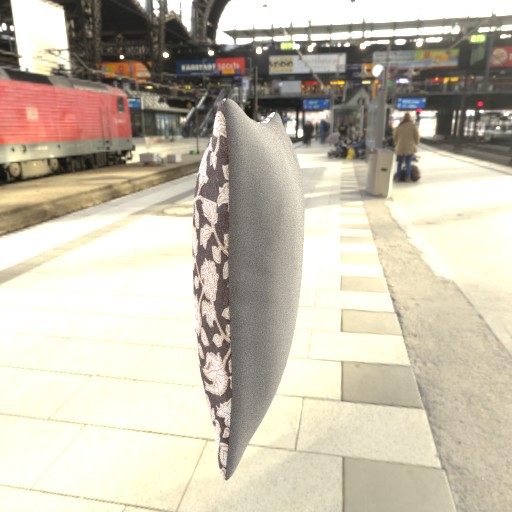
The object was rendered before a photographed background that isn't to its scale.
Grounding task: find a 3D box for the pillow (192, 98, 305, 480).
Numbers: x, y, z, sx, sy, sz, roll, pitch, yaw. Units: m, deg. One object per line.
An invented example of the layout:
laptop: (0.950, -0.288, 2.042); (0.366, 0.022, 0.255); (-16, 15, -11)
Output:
pillow: (0.000, 0.000, 0.797); (0.166, 0.507, 0.526); (2, 17, 8)
